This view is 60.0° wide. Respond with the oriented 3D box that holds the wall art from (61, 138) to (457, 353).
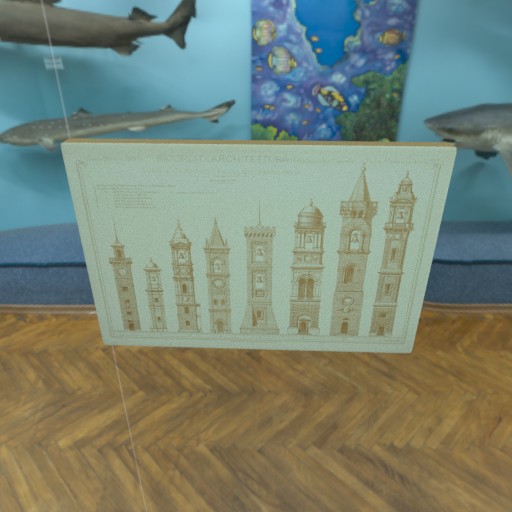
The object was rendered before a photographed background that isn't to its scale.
[{"bbox_3d":[0.000,0.000,0.493,0.380,0.254,0.019,1,29,2],"label":"wall art"}]
